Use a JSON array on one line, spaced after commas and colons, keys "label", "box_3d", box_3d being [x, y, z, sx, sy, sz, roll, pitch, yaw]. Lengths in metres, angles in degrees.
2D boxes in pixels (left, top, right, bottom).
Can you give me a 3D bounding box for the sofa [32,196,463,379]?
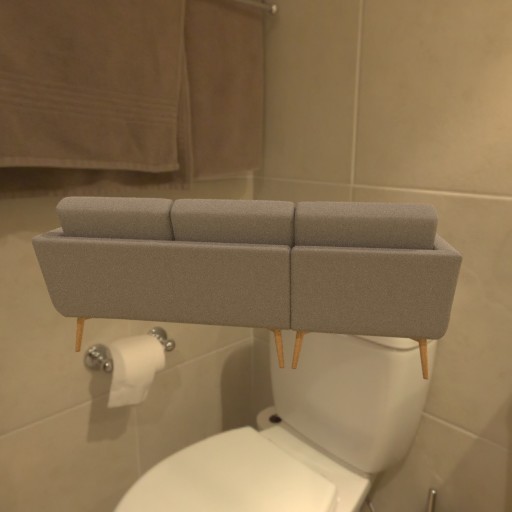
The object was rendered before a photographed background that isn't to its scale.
[{"label": "sofa", "box_3d": [0.000, 0.000, 2.766, 2.040, 0.860, 1.530, 2, 15, 9]}]
